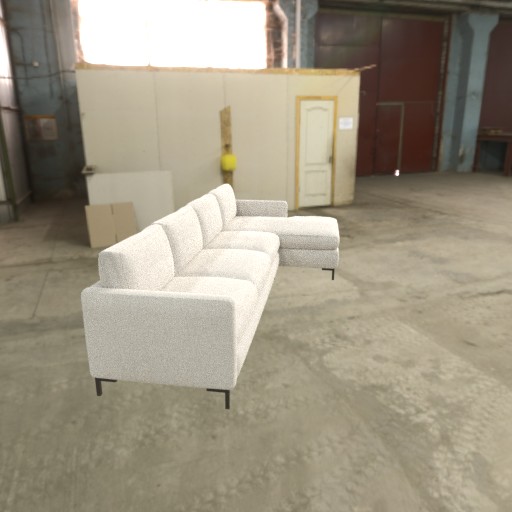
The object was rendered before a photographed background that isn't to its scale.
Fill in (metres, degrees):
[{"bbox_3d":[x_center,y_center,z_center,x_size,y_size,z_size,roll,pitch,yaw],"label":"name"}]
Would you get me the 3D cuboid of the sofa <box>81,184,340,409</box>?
[{"bbox_3d":[0.000,0.000,2.956,1.126,0.677,2.445,3,17,9],"label":"sofa"}]
